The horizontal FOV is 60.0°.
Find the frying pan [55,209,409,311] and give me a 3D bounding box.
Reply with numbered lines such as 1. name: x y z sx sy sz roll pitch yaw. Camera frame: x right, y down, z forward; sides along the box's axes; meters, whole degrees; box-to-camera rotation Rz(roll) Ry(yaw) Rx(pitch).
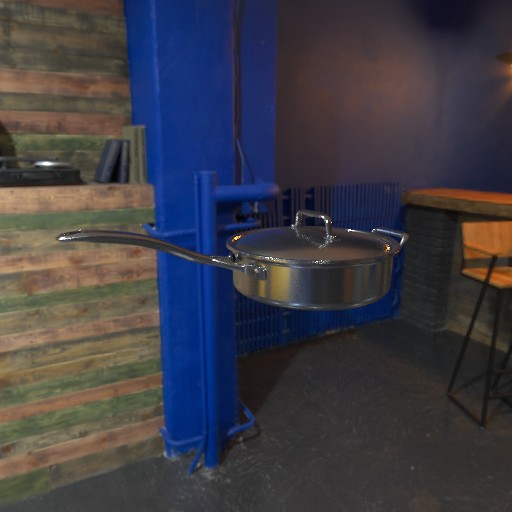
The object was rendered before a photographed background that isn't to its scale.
1. frying pan: 0.000 0.000 0.603 0.492 0.111 0.245 -7 15 -25
